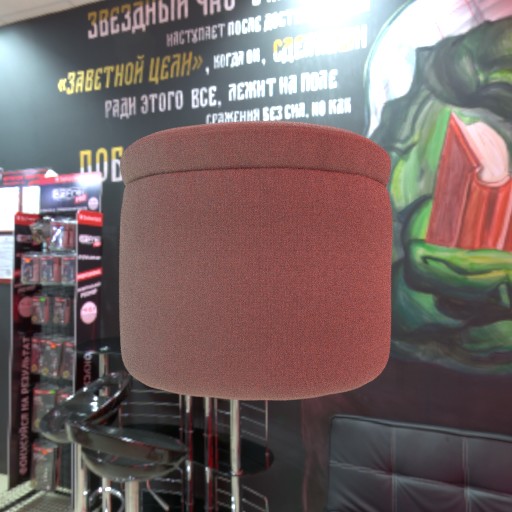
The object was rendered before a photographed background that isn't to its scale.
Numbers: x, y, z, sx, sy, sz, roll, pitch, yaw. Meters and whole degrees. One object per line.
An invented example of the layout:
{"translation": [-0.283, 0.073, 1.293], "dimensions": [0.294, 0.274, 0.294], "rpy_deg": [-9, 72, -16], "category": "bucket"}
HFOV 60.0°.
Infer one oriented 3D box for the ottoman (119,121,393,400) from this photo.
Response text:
{"translation": [0.000, 0.000, 0.843], "dimensions": [0.497, 0.409, 0.497], "rpy_deg": [0, 0, 0], "category": "ottoman"}
